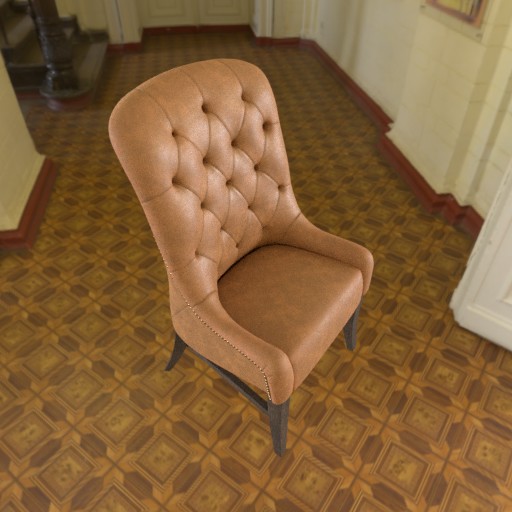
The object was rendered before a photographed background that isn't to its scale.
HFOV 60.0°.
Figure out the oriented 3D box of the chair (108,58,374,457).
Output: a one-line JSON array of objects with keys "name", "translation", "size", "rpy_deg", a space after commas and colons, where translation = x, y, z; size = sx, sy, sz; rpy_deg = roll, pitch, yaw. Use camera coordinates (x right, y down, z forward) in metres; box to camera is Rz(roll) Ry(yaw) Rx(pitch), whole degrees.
[{"name": "chair", "translation": [0.000, 0.000, 1.464], "size": [0.629, 1.091, 0.634], "rpy_deg": [25, 47, 26]}]
